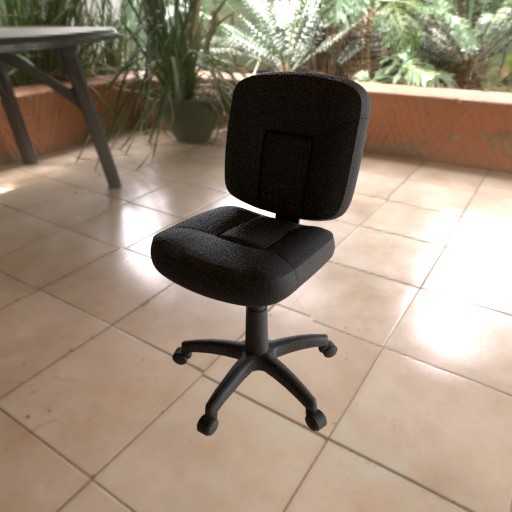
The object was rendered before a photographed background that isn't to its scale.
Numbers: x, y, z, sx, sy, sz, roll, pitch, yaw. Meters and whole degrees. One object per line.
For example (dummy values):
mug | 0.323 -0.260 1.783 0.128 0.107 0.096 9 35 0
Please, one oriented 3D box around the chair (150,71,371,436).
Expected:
chair | 0.000 0.000 1.330 0.610 0.972 0.610 17 33 28
